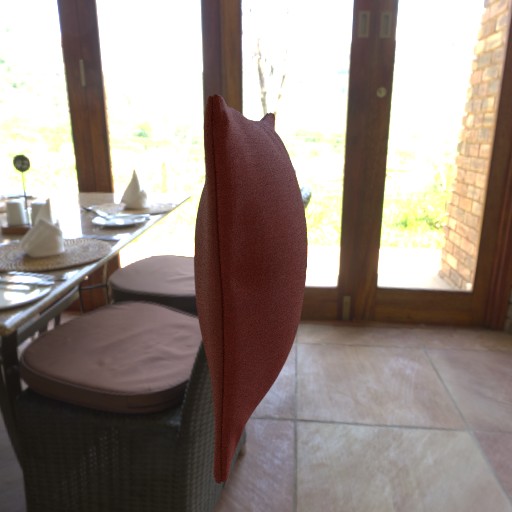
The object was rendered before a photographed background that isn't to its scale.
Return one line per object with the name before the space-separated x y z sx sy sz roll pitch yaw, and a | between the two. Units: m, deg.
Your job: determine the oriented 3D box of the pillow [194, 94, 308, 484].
pillow | 0.000 0.000 0.647 0.151 0.416 0.435 2 16 8
